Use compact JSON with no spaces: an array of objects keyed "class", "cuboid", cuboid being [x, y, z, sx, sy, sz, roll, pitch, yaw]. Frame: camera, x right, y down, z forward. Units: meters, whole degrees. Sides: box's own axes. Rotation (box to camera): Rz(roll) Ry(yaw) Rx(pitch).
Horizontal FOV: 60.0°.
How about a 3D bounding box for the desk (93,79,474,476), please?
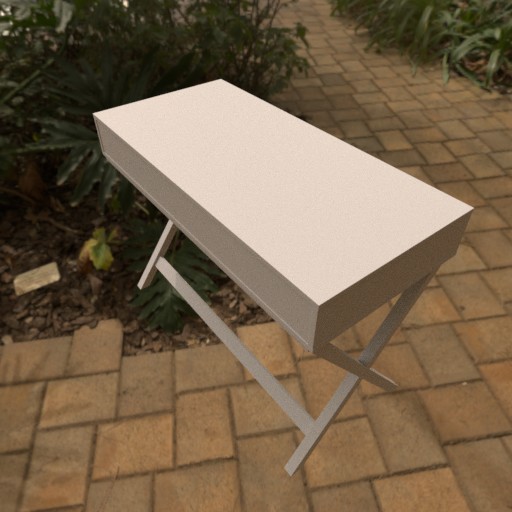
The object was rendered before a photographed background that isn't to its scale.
[{"class":"desk","cuboid":[0.000,0.000,1.505,0.525,0.780,1.057,-27,48,-27]}]
